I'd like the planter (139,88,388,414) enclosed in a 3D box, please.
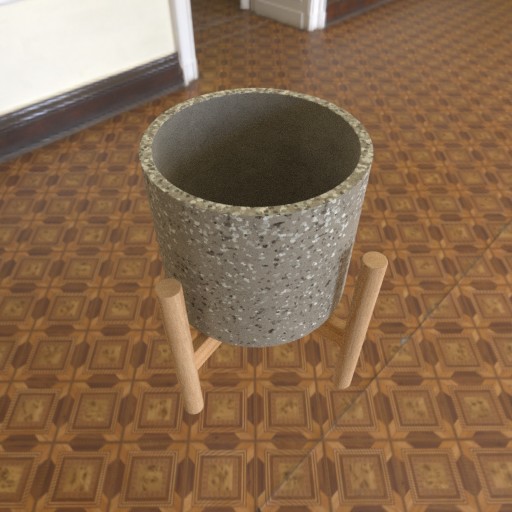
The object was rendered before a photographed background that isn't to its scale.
[{"bbox_3d":[0.000,0.000,0.541,0.284,0.320,0.284,-25,51,-22],"label":"planter"}]
